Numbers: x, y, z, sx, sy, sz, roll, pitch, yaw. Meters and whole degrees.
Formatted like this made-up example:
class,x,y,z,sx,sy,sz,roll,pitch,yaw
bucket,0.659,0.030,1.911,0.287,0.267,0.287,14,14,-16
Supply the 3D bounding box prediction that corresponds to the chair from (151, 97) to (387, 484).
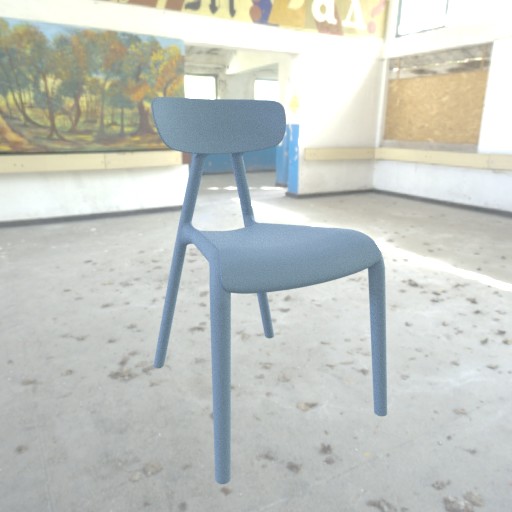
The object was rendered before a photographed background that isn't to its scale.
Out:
class,x,y,z,sx,sy,sz,roll,pitch,yaw
chair,0.000,0.000,0.842,0.356,0.580,0.401,-9,19,-28
